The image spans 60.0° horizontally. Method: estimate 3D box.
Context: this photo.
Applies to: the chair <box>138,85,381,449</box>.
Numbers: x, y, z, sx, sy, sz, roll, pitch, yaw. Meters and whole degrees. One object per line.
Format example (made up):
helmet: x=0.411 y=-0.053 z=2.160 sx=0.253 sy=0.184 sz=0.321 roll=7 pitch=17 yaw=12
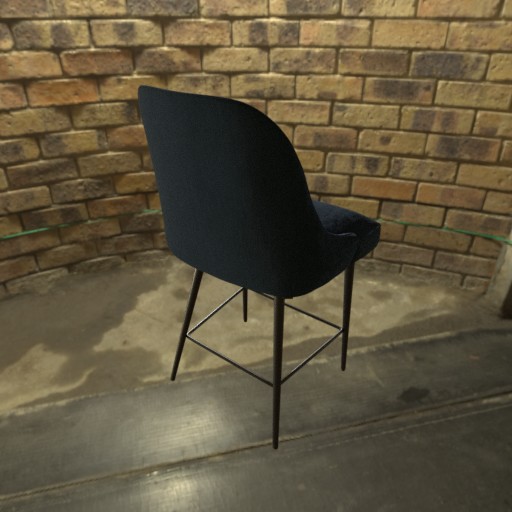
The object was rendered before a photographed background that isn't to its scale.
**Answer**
chair: x=0.000 y=0.000 z=1.219 sx=0.526 sy=0.927 sz=0.489 roll=21 pitch=36 yaw=32
